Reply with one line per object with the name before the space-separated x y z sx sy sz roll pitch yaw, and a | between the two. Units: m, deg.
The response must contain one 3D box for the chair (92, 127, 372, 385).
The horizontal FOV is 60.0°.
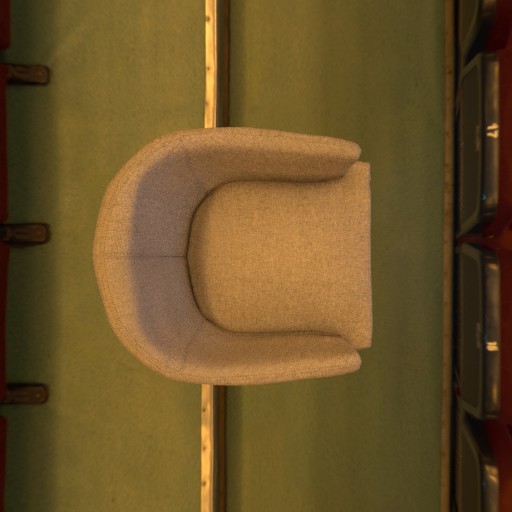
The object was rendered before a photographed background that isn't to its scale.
chair | 0.000 0.000 1.273 0.655 0.811 0.583 0 90 0
